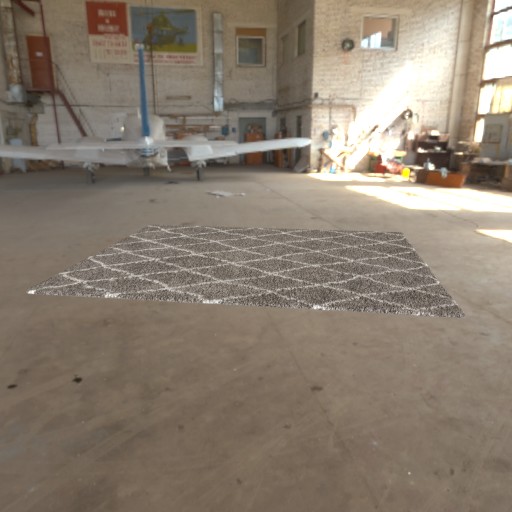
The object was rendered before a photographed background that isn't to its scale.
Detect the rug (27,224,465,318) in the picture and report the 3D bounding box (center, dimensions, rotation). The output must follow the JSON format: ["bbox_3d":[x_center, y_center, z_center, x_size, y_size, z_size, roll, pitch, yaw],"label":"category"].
[{"bbox_3d":[0.000,0.000,4.173,3.047,0.029,2.438,2,16,8],"label":"rug"}]
